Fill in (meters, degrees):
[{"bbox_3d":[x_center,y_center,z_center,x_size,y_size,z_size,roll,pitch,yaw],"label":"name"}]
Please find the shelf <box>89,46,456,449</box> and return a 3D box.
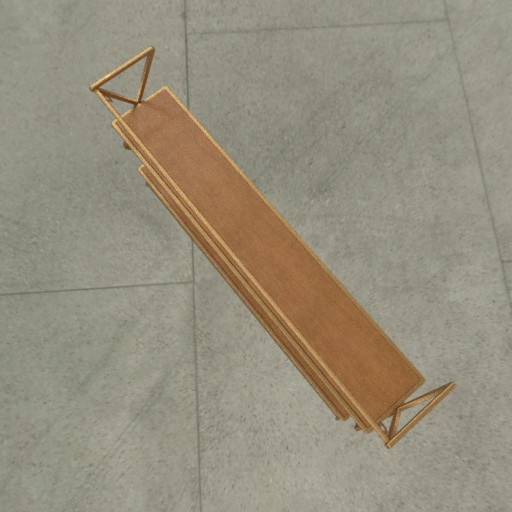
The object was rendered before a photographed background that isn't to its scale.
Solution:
[{"bbox_3d":[0.000,0.000,0.984,0.150,0.450,0.822,-38,78,-9],"label":"shelf"}]
